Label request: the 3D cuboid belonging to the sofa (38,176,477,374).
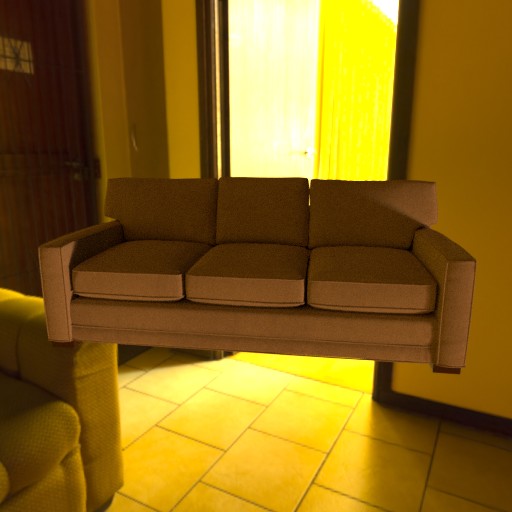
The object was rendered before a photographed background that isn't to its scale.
[{"bbox_3d":[0.000,0.000,2.534,2.093,0.862,0.936,2,13,8],"label":"sofa"}]
